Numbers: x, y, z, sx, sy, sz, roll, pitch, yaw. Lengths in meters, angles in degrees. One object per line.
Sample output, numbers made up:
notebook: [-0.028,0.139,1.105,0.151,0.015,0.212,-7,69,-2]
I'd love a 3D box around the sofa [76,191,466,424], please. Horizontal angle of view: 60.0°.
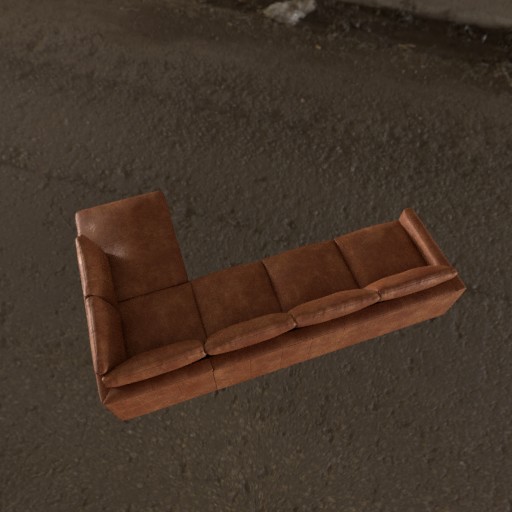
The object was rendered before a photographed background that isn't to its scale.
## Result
sofa: [0.000,0.000,4.004,2.984,0.877,1.938,-16,59,-10]
